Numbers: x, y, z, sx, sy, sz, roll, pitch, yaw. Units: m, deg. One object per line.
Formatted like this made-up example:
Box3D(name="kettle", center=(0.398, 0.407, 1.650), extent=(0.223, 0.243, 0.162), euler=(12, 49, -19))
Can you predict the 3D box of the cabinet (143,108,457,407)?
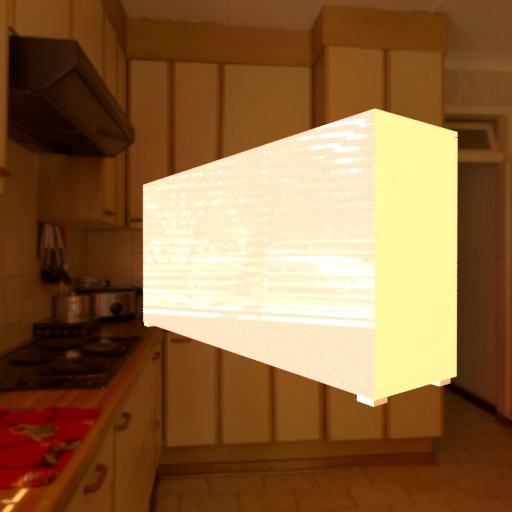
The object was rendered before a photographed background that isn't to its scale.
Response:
Box3D(name="cabinet", center=(0.000, 0.000, 1.972), extent=(0.400, 0.800, 1.650), euler=(0, 1, -36))
